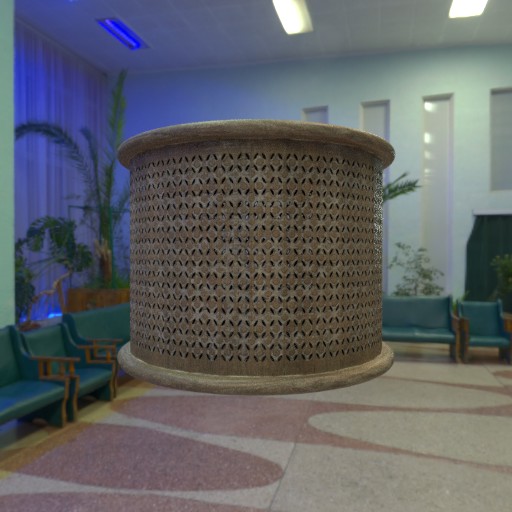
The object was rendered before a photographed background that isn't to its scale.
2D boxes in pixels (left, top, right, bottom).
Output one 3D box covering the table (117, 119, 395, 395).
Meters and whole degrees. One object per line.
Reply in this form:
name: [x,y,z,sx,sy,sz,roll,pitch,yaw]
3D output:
table: [0.000,0.000,1.014,0.607,0.450,0.607,0,1,0]
